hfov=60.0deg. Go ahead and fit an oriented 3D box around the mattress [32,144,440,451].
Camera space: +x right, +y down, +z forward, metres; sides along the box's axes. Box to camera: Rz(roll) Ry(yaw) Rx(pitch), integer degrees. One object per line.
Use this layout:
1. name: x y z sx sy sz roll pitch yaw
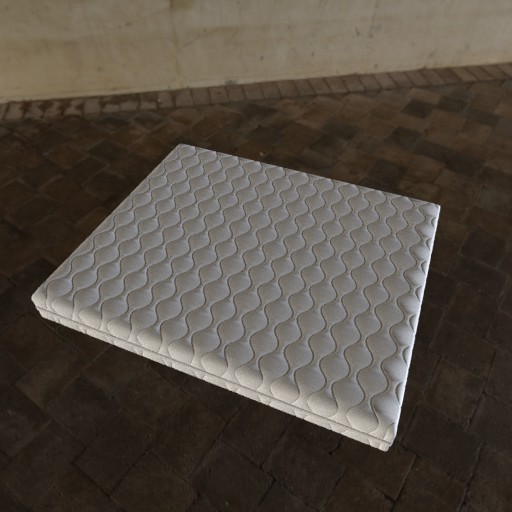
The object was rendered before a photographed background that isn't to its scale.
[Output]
1. mattress: 0.000 0.000 2.622 1.900 0.200 1.600 17 48 15
